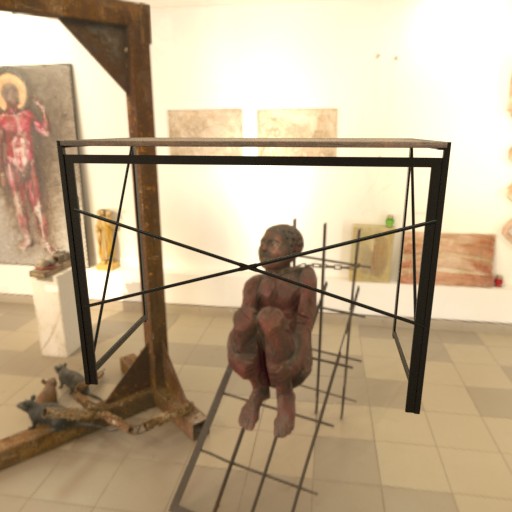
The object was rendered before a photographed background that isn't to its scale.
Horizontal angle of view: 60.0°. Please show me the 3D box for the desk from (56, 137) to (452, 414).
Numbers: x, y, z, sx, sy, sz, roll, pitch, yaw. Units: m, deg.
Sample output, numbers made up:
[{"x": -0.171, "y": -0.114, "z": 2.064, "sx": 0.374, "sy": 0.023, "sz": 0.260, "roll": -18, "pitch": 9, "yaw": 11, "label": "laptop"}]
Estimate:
[{"x": 0.000, "y": 0.000, "z": 1.467, "sx": 1.015, "sy": 0.747, "sz": 0.505, "roll": 2, "pitch": 16, "yaw": 8, "label": "desk"}]
